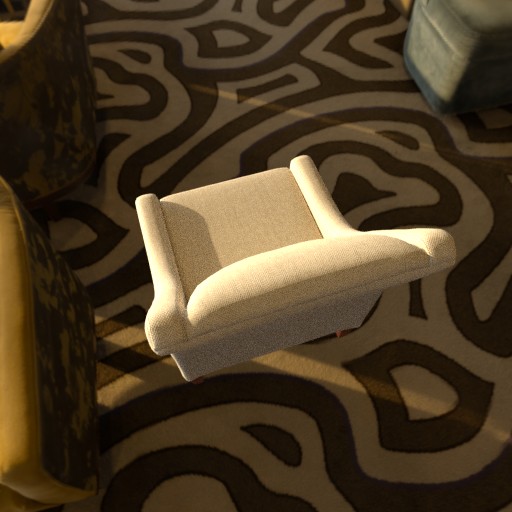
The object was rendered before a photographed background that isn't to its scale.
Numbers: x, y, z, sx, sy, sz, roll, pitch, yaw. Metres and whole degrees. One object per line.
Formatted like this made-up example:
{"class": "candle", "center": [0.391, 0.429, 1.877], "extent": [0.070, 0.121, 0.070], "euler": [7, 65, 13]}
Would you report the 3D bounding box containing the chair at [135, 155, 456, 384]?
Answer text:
{"class": "chair", "center": [0.000, 0.000, 1.619], "extent": [0.774, 1.014, 0.870], "euler": [-16, 60, -9]}
